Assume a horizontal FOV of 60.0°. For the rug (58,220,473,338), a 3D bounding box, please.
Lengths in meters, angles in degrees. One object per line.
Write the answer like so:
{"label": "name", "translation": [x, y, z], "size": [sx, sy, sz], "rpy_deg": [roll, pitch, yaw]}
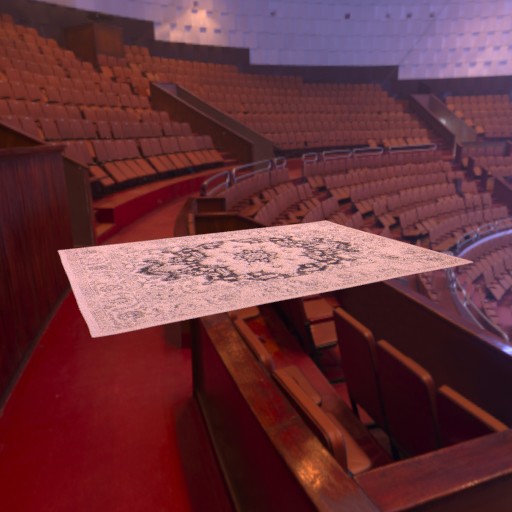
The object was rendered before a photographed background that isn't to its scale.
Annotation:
{"label": "rug", "translation": [0.000, 0.000, 2.310], "size": [1.813, 0.008, 1.223], "rpy_deg": [-8, 17, -27]}
